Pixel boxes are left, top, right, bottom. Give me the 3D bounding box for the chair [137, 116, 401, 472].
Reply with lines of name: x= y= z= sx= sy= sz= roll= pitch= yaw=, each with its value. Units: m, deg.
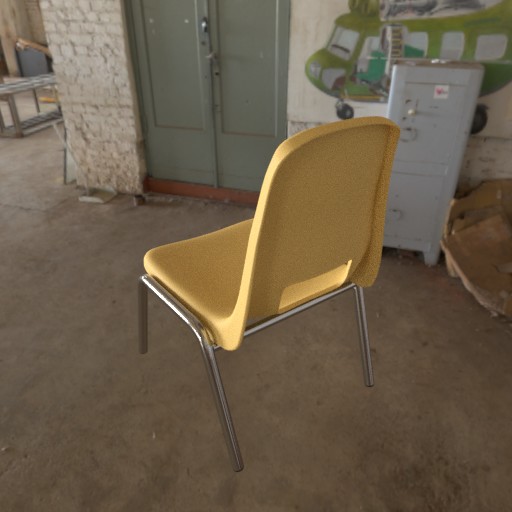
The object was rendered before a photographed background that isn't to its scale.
chair: x=0.000 y=0.000 z=0.780 sx=0.354 sy=0.536 sz=0.385 roll=-20 pitch=35 yaw=-30
